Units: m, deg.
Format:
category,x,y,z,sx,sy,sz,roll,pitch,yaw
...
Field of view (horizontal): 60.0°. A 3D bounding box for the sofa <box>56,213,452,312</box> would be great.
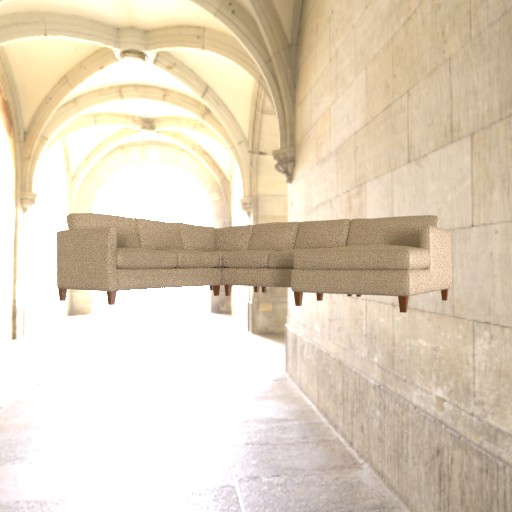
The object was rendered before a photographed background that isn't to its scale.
category,x,y,z,sx,sy,sz,roll,pitch,yaw
sofa,0.000,0.000,4.764,3.460,0.961,2.594,-1,-1,35
